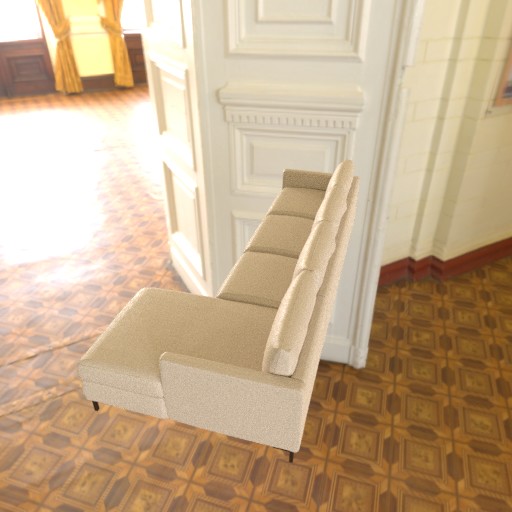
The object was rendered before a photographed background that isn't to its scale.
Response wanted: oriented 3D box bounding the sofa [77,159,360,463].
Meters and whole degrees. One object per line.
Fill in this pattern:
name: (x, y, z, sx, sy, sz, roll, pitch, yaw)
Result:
sofa: (0.000, 0.000, 3.339, 1.258, 0.755, 2.731, 9, 33, 14)
